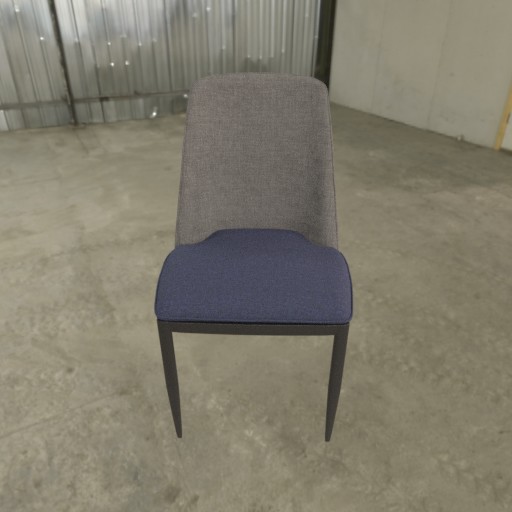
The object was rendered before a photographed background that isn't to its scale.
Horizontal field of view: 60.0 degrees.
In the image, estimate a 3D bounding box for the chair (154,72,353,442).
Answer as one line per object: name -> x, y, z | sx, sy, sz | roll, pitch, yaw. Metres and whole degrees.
chair -> 0.000, 0.000, 1.203 | 0.488, 0.855, 0.550 | 1, 31, 1
